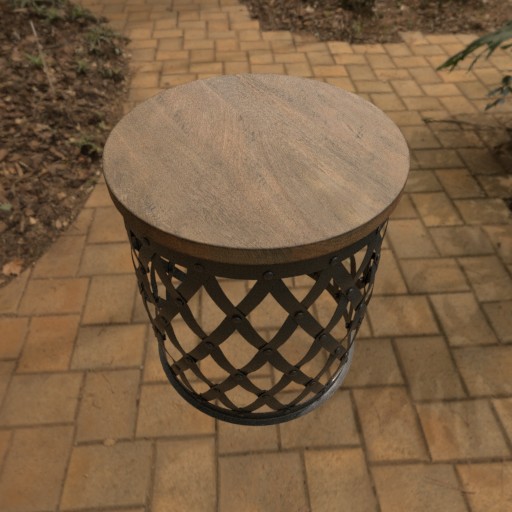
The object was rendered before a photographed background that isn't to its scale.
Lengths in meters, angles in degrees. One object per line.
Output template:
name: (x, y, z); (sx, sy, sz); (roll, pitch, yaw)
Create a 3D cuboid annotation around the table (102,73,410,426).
table: (0.000, 0.000, 0.761); (0.405, 0.454, 0.405); (0, 47, 0)
